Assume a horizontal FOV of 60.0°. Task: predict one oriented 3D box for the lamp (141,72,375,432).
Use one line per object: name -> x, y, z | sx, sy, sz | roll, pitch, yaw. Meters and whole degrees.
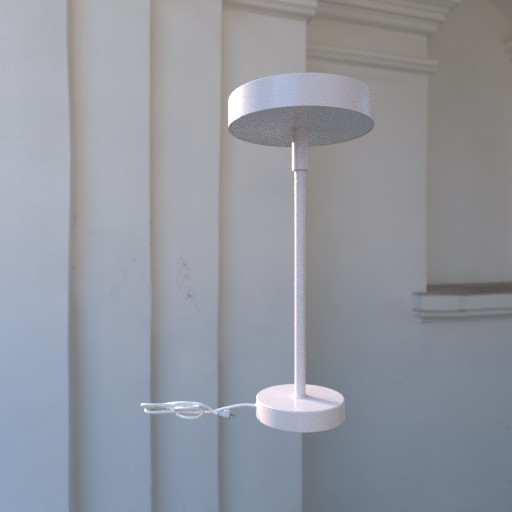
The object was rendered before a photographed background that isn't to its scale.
lamp -> 0.000, 0.000, 0.706 | 0.369, 0.508, 0.229 | 0, 0, 0
